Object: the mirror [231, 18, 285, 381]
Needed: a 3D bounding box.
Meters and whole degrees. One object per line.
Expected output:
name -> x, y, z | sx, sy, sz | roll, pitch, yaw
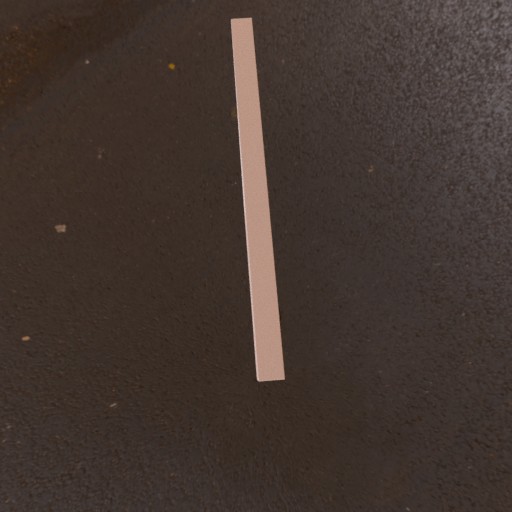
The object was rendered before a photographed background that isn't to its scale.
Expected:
mirror -> 0.000, 0.000, 1.132 | 0.041, 0.915, 0.609 | -4, 75, -1
